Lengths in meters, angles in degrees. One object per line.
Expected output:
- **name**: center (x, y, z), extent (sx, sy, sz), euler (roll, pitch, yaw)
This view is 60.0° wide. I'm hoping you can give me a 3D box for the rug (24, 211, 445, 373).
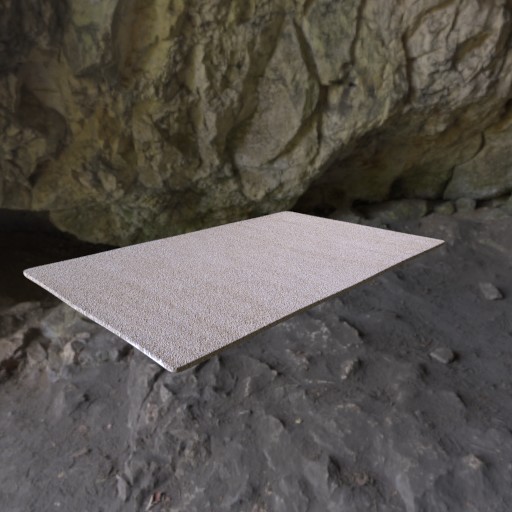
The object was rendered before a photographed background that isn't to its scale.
- **rug**: center (0.000, 0.000, 2.857), extent (1.500, 0.026, 2.349), euler (16, 24, 42)
